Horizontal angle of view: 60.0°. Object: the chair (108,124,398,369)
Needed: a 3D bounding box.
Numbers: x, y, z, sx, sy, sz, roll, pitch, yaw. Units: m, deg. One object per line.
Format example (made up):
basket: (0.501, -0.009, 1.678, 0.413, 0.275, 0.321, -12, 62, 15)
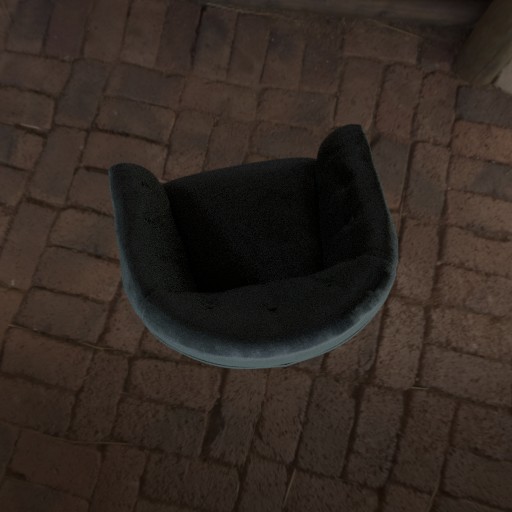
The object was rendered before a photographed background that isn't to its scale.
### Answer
chair: (0.000, 0.000, 1.533, 0.851, 0.885, 0.776, -10, 75, -3)
